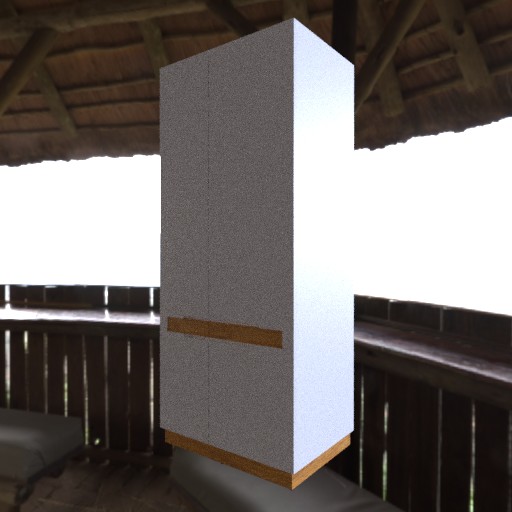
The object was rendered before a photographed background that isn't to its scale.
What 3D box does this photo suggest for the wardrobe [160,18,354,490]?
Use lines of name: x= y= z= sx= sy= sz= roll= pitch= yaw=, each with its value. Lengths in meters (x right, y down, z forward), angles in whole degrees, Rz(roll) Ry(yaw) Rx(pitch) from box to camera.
wardrobe: x=0.000 y=0.000 z=2.396 sx=0.860 sy=2.040 sz=0.600 roll=0 pitch=0 yaw=37
